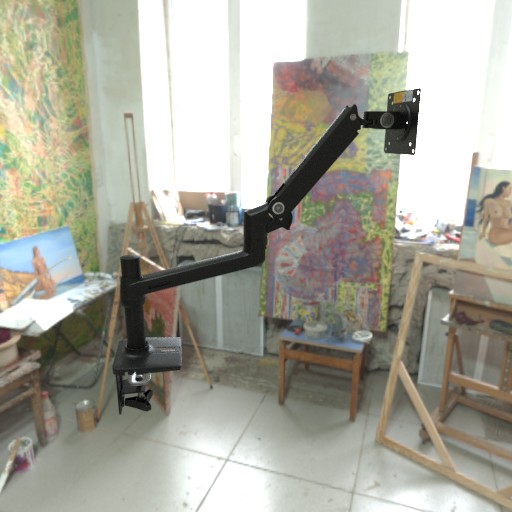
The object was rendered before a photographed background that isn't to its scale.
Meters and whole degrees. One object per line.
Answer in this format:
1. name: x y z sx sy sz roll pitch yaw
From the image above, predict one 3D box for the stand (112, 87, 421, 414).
1. stand: 0.000 0.000 1.003 0.650 0.713 0.152 -3 16 -9
